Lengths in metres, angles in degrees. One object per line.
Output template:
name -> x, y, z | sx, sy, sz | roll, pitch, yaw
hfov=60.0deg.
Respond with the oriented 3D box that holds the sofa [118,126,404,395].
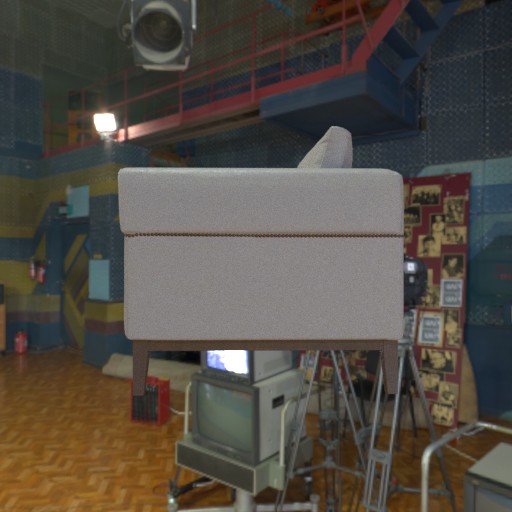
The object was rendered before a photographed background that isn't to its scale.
sofa -> 0.000, 0.000, 2.150 | 0.899, 0.873, 1.598 | 0, 0, -1
